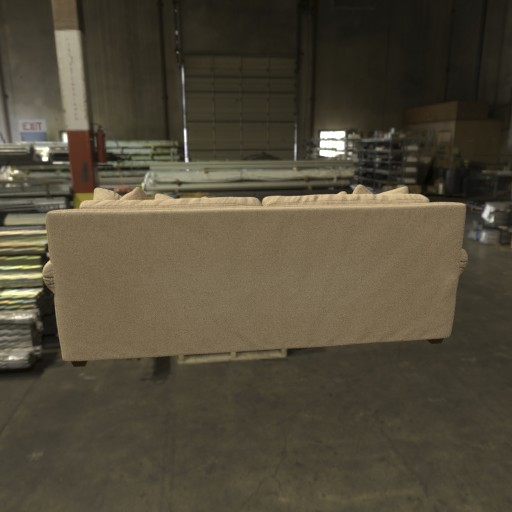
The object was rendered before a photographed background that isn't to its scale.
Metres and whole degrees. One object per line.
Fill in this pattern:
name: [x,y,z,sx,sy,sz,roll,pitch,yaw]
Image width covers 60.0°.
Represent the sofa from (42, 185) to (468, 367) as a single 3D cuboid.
sofa: [0.000,0.000,2.820,2.285,0.904,1.067,-2,14,-8]
